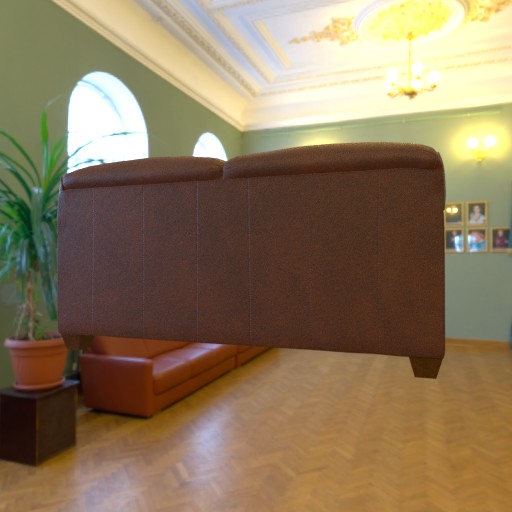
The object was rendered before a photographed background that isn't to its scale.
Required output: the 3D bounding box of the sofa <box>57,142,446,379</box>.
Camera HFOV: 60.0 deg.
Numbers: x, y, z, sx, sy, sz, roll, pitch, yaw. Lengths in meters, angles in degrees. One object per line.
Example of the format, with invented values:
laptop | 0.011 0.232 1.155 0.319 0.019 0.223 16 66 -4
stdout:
sofa | 0.000 0.000 2.425 1.856 0.966 1.000 0 -1 19
